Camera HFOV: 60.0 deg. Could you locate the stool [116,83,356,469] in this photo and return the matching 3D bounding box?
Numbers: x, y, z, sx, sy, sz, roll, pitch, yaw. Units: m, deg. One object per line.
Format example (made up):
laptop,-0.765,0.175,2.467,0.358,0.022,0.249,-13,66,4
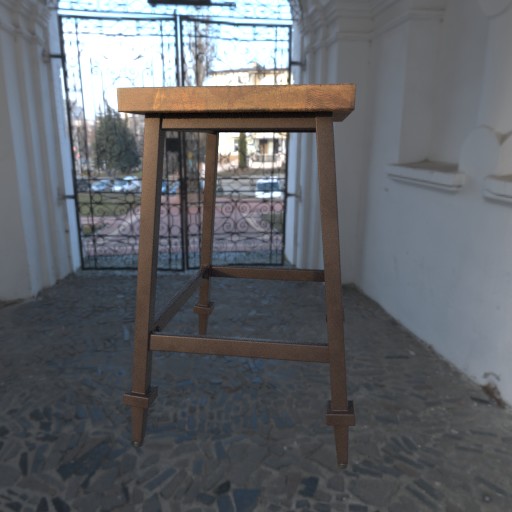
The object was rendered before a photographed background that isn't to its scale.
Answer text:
stool,0.000,0.000,0.934,0.405,0.625,0.486,2,15,8
